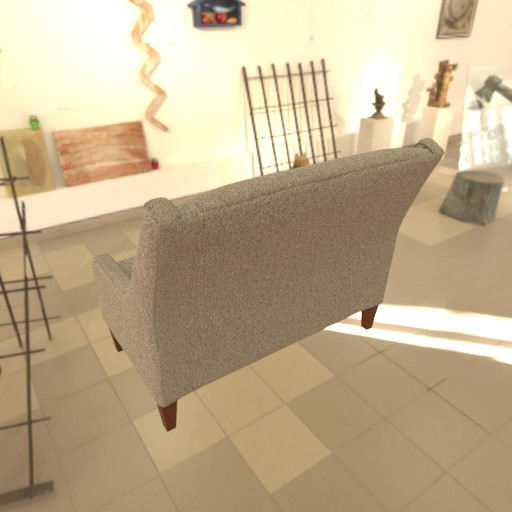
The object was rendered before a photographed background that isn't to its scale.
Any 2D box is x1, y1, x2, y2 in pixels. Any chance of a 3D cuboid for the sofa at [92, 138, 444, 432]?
[{"bbox_3d":[0.000,0.000,1.968,1.242,1.026,0.862,-18,34,-30],"label":"sofa"}]
